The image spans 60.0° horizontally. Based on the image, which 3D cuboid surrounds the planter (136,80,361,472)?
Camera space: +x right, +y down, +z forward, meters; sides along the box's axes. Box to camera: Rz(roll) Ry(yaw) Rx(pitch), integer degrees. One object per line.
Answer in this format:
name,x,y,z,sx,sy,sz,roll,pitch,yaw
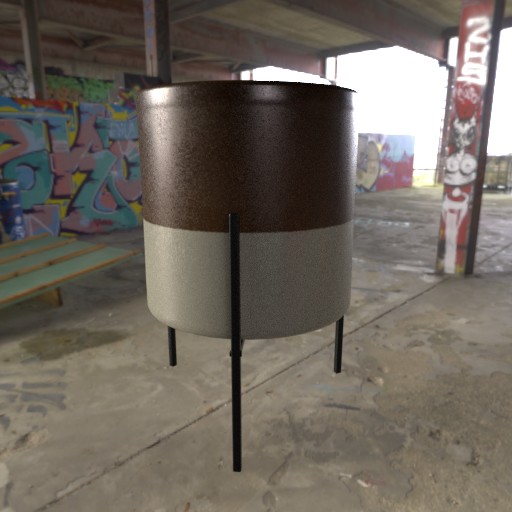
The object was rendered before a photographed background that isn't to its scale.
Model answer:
planter,0.000,0.000,0.548,0.269,0.375,0.255,-7,16,-26
